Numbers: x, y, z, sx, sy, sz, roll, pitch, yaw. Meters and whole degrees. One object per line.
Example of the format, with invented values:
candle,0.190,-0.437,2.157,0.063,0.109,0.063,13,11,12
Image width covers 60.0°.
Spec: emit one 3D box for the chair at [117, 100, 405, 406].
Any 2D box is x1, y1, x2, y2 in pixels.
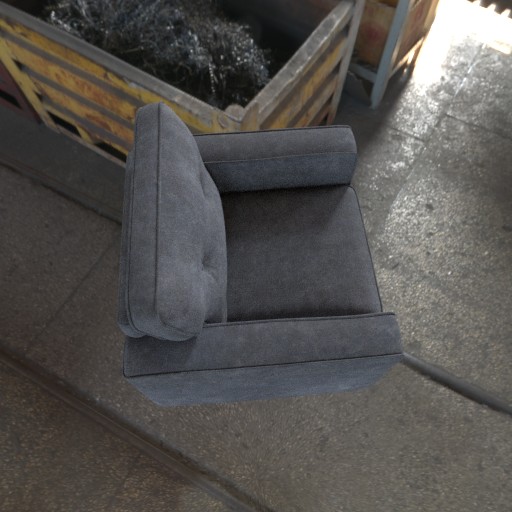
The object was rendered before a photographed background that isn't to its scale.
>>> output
chair,0.000,0.000,1.788,0.939,0.965,1.015,-4,63,-2
